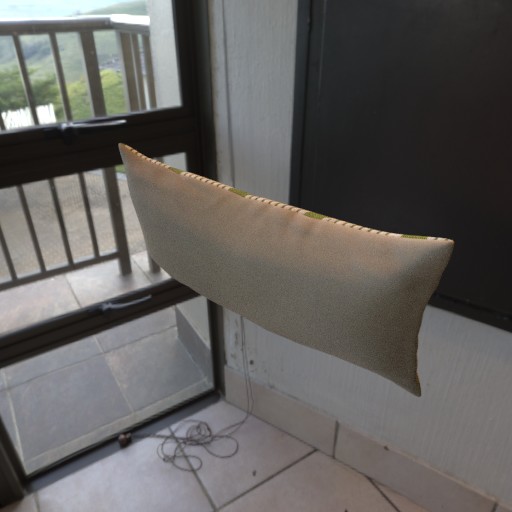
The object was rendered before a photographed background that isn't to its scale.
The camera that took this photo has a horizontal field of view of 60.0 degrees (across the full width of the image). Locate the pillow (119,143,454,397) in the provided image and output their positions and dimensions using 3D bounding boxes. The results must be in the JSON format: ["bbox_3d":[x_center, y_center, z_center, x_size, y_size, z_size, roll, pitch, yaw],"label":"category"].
[{"bbox_3d":[0.000,0.000,0.744,0.608,0.292,0.156,23,37,33],"label":"pillow"}]
